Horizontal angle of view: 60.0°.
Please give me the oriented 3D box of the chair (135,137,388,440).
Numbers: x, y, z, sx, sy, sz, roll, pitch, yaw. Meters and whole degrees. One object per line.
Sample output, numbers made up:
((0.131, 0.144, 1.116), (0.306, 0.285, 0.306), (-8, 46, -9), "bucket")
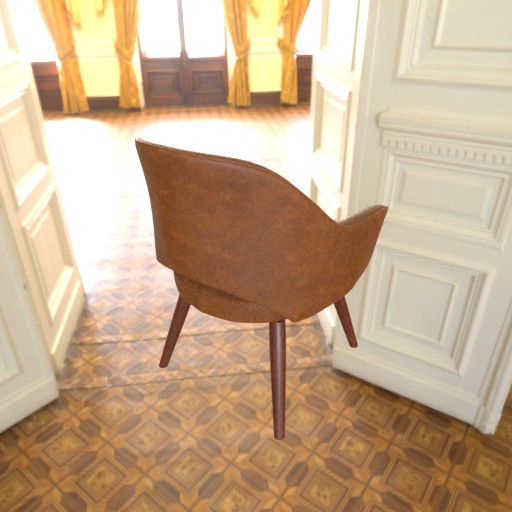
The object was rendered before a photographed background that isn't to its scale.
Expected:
((0.000, 0.000, 1.256), (0.591, 0.777, 0.640), (20, 36, 31), "chair")
